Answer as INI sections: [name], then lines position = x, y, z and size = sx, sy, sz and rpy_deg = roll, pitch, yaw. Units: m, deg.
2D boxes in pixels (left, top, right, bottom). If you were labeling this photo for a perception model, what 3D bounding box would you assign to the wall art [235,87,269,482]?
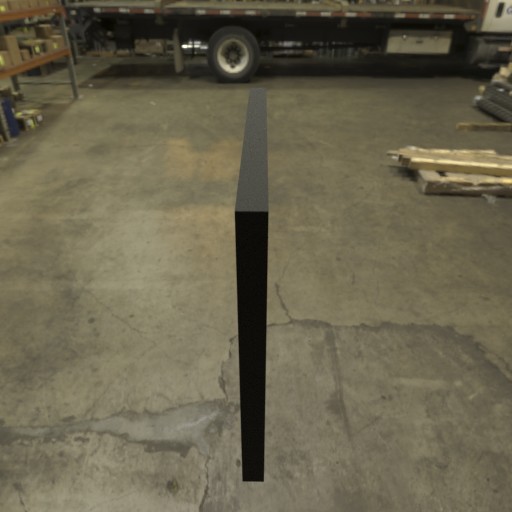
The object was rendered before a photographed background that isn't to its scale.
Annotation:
[wall art]
position = 0.000, 0.000, 0.567
size = 0.024, 0.329, 0.404
rpy_deg = 0, 32, 1
